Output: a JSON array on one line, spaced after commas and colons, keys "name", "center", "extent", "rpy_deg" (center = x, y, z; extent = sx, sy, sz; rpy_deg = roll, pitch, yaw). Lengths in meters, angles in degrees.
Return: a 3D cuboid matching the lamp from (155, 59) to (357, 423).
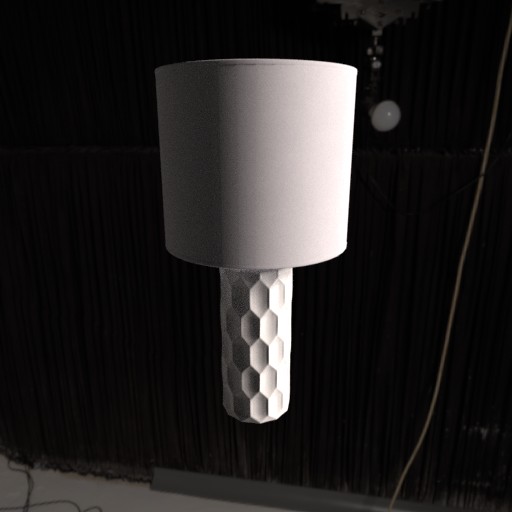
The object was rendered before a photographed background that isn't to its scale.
[{"name": "lamp", "center": [0.000, 0.000, 0.697], "extent": [0.277, 0.537, 0.277], "rpy_deg": [3, 17, 8]}]
